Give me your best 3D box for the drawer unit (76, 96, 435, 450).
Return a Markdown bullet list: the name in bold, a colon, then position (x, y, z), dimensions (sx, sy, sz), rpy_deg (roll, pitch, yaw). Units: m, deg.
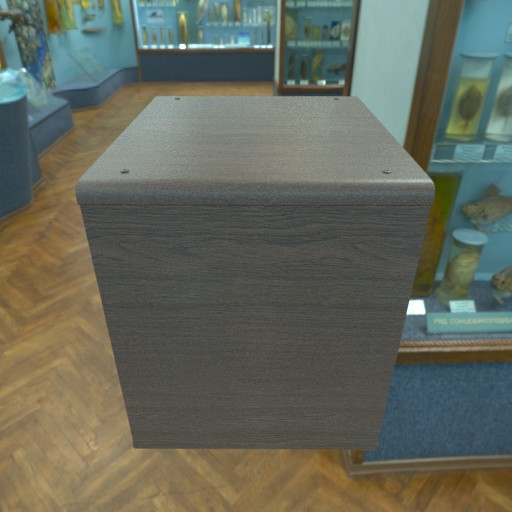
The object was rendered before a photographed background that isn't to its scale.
- **drawer unit**: position (0.000, 0.000, 0.588), dimensions (0.290, 0.344, 0.344), rpy_deg (0, 31, 0)
